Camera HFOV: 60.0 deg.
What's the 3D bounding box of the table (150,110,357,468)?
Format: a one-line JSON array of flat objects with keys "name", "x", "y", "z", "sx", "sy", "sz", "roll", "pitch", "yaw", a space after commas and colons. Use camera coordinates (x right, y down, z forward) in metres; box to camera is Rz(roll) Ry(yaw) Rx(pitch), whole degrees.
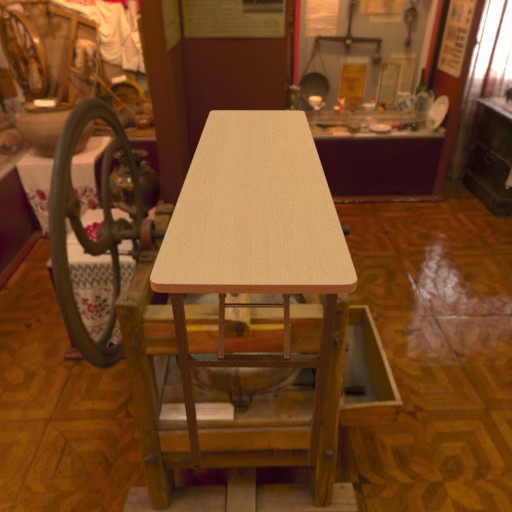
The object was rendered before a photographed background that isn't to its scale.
[{"name": "table", "x": 0.000, "y": 0.000, "z": 1.719, "sx": 0.446, "sy": 0.750, "sz": 1.397, "roll": 0, "pitch": 33, "yaw": 0}]
